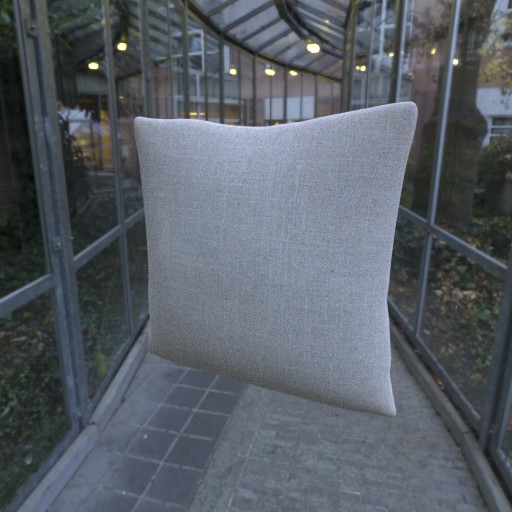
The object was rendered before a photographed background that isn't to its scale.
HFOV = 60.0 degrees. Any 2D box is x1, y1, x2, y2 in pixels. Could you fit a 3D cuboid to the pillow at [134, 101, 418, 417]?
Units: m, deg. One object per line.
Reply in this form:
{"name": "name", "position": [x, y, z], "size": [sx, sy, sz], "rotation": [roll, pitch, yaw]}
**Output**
{"name": "pillow", "position": [0.000, 0.000, 0.870], "size": [0.578, 0.558, 0.192], "rotation": [8, 17, 26]}
